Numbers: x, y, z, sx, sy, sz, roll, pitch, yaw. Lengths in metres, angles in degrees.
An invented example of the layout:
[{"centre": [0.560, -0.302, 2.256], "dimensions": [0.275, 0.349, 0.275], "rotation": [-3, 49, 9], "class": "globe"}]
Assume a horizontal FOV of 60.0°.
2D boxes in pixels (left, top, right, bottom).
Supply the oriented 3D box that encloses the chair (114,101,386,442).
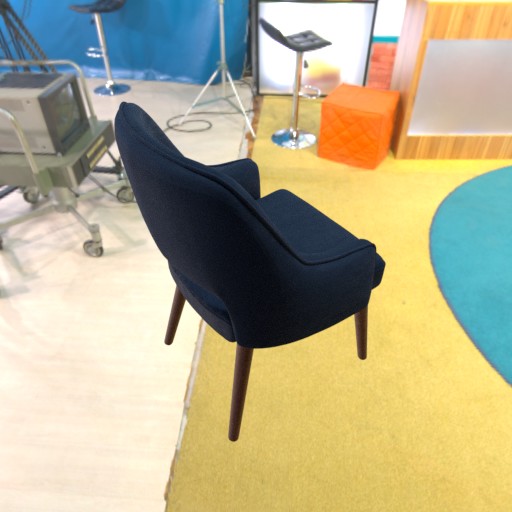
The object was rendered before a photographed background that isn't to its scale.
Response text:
[{"centre": [0.000, 0.000, 1.216], "dimensions": [0.591, 0.844, 0.559], "rotation": [-24, 45, -26], "class": "chair"}]
